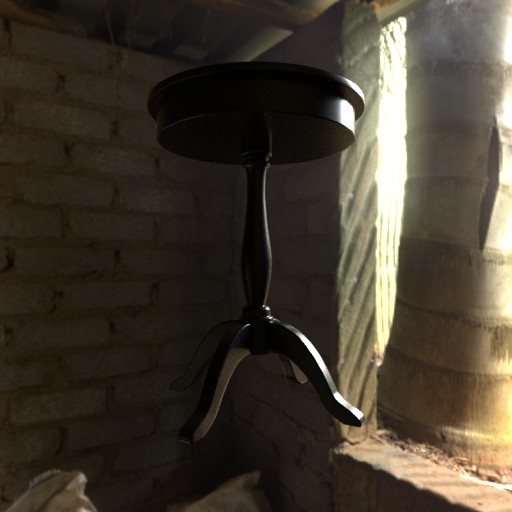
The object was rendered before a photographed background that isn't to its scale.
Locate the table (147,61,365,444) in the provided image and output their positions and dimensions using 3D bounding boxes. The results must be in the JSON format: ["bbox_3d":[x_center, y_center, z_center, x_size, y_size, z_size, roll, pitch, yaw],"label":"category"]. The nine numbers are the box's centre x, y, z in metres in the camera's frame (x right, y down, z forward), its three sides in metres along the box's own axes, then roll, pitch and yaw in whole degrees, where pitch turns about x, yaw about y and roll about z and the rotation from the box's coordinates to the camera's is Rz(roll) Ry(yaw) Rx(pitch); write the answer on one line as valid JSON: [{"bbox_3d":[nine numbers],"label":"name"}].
[{"bbox_3d":[0.000,0.000,0.994,0.481,0.665,0.481,0,-1,0],"label":"table"}]
